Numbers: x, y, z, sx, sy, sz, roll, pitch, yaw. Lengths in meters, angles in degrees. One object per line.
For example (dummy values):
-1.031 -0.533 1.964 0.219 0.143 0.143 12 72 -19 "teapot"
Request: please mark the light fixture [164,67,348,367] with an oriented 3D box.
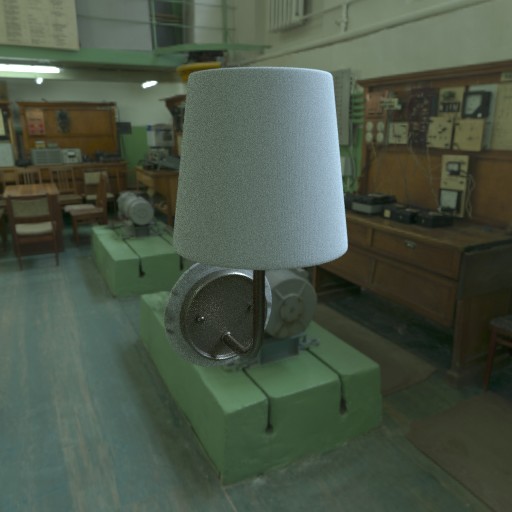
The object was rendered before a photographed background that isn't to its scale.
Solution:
0.000 0.000 0.447 0.168 0.337 0.188 -9 19 -28 "light fixture"
